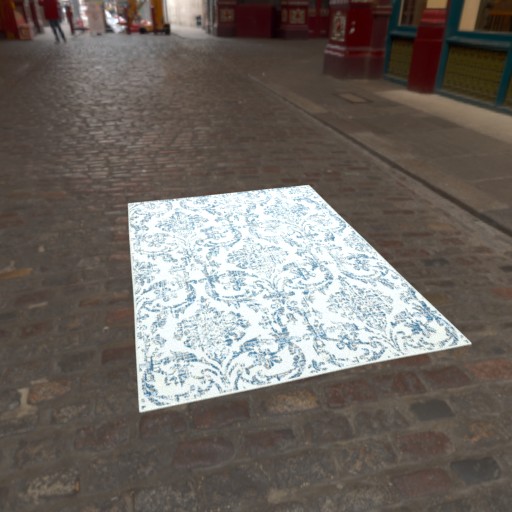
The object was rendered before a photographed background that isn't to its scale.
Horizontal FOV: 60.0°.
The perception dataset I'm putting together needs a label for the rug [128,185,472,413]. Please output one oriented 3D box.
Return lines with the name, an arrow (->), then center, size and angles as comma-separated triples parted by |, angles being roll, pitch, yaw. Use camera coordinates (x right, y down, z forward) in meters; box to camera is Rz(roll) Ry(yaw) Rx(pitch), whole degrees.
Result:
rug -> 0.000, 0.000, 2.898 | 1.586, 0.014, 2.197 | -8, 31, -13
